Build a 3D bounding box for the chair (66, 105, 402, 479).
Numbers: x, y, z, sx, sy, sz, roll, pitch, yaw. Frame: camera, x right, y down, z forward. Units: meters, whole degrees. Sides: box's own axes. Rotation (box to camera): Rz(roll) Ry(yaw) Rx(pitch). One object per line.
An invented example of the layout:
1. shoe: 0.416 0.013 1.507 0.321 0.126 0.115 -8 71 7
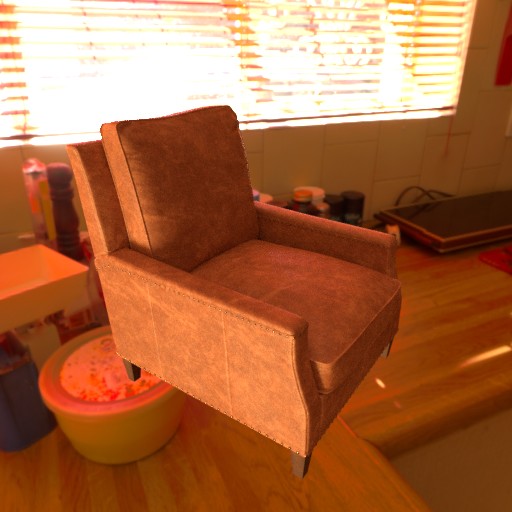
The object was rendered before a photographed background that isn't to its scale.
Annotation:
1. chair: 0.000 0.000 1.763 1.035 1.054 0.854 17 30 31
